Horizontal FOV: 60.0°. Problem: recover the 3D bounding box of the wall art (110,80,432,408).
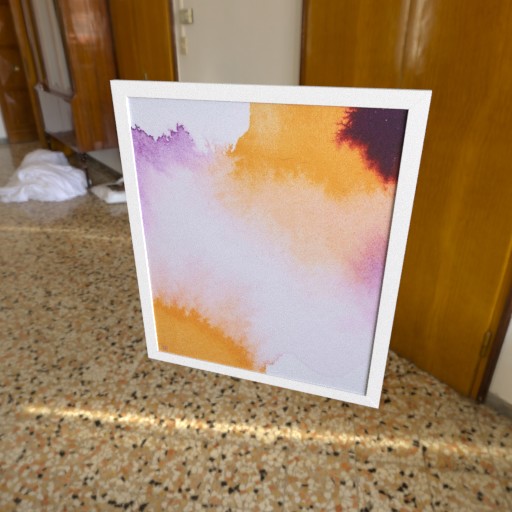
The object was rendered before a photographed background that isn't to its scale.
[{"bbox_3d":[0.000,0.000,0.769,0.482,0.557,0.012,8,28,16],"label":"wall art"}]
